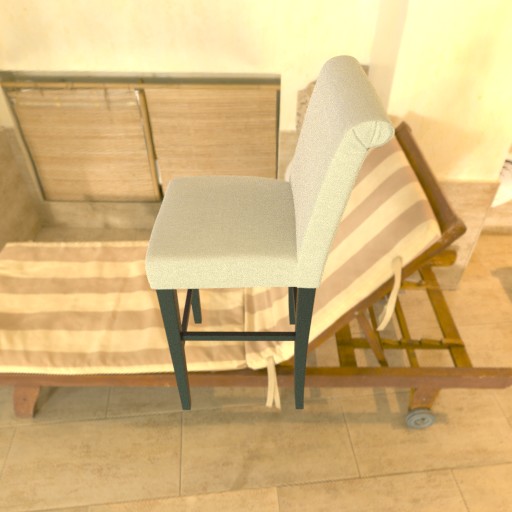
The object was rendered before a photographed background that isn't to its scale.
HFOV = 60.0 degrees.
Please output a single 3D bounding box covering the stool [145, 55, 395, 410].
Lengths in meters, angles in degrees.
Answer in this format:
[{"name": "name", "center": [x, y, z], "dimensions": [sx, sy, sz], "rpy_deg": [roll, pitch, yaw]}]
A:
[{"name": "stool", "center": [0.000, 0.000, 1.449], "dimensions": [0.597, 1.124, 0.452], "rpy_deg": [0, 41, 0]}]
